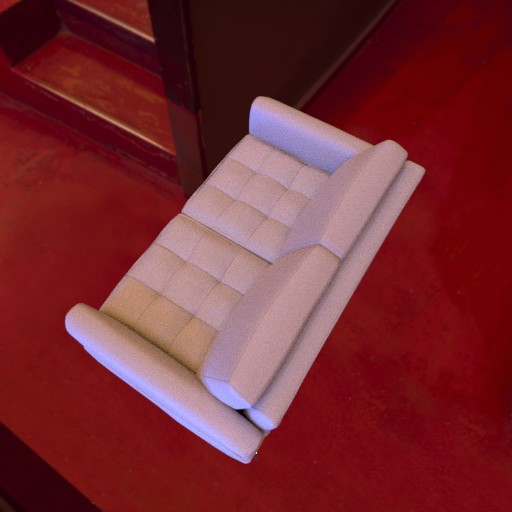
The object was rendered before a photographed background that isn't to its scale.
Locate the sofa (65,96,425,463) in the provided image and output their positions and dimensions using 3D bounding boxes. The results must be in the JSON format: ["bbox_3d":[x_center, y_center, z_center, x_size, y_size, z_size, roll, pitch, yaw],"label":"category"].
[{"bbox_3d":[0.000,0.000,2.416,1.121,0.930,1.819,30,67,14],"label":"sofa"}]
